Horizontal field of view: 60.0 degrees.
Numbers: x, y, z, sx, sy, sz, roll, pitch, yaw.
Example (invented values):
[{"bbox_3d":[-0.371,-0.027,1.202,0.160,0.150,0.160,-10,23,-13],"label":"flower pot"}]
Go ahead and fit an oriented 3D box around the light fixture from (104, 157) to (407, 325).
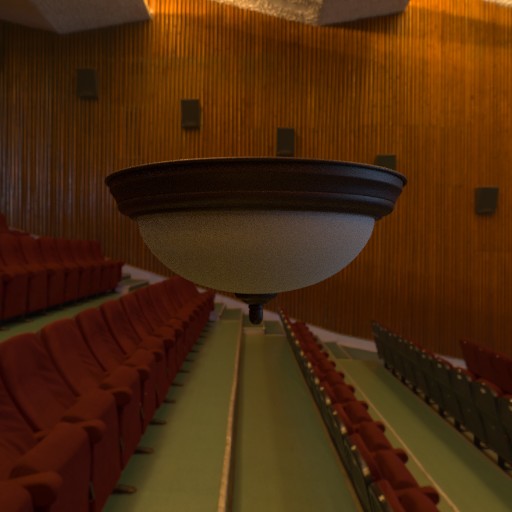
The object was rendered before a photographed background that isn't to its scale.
[{"bbox_3d":[0.000,0.000,0.433,0.280,0.135,0.280,0,1,0],"label":"light fixture"}]
